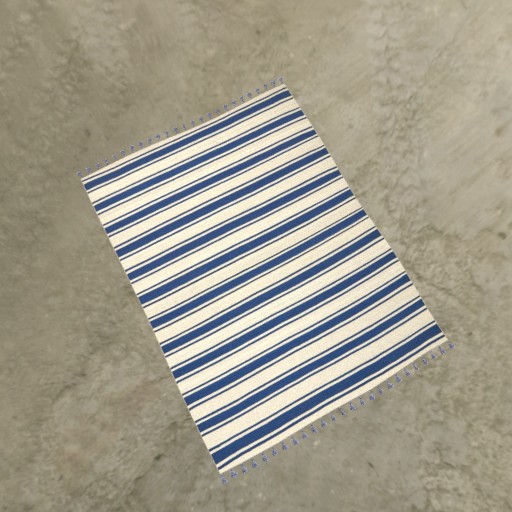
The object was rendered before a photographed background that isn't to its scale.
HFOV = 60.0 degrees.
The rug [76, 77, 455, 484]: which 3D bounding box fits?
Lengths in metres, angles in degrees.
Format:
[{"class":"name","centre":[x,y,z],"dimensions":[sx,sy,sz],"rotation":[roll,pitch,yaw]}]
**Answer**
[{"class":"rug","centre":[0.000,0.000,4.412],"dimensions":[2.471,0.016,3.416],"rotation":[-27,76,-7]}]
